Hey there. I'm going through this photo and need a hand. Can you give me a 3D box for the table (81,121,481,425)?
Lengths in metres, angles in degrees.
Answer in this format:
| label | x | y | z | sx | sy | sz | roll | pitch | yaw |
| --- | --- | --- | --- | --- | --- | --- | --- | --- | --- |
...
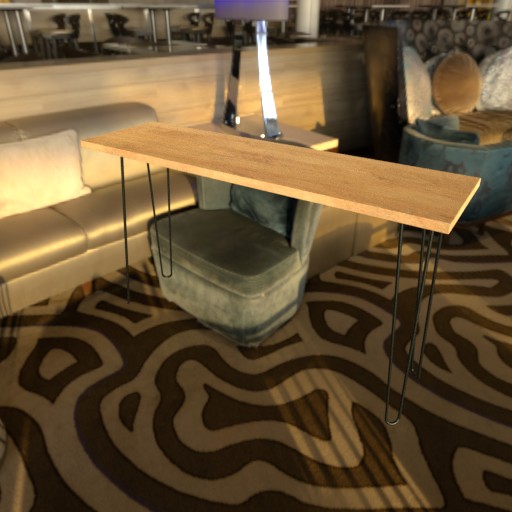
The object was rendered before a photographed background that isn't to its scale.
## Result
| label | x | y | z | sx | sy | sz | roll | pitch | yaw |
| --- | --- | --- | --- | --- | --- | --- | --- | --- | --- |
| table | 0.000 | 0.000 | 1.753 | 1.400 | 0.799 | 0.399 | 18 | 34 | 29 |
